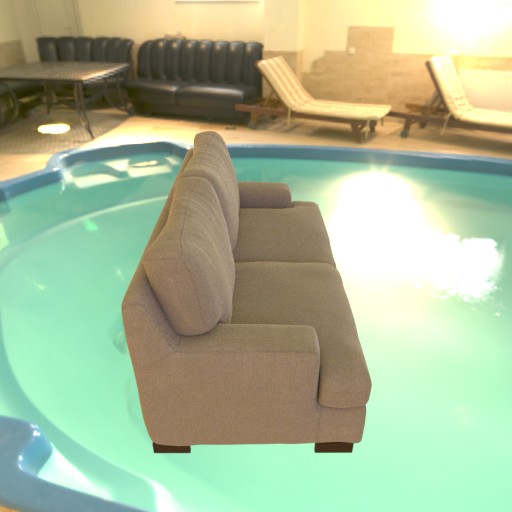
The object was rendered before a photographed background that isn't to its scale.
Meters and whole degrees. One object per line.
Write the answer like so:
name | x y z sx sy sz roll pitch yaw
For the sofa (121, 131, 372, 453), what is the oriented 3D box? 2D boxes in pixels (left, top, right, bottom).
sofa | 0.000 0.000 2.483 0.962 0.980 1.855 0 30 0
